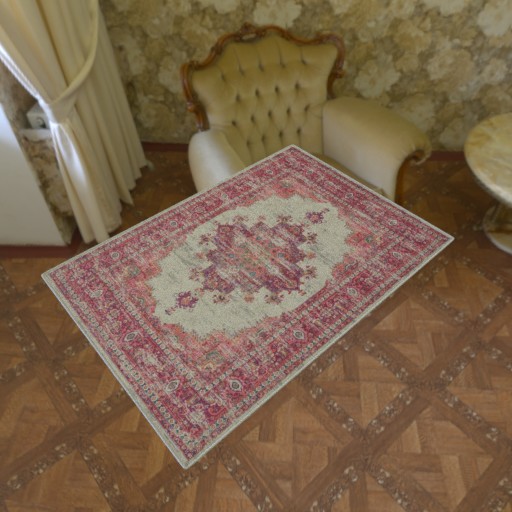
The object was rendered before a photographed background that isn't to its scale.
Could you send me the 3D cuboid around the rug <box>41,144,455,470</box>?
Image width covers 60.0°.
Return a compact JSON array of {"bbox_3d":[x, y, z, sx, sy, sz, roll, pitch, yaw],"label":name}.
[{"bbox_3d":[0.000,0.000,3.723,2.878,0.014,2.005,-33,55,-27],"label":"rug"}]
